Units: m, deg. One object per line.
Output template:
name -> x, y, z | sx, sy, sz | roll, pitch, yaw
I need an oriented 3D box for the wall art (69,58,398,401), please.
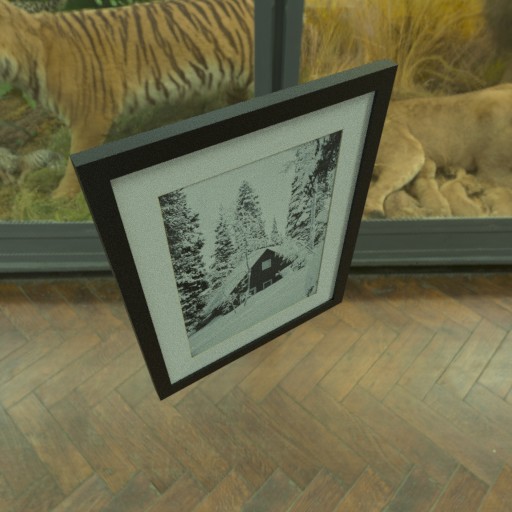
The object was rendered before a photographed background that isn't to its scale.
wall art -> 0.000, 0.000, 0.537 | 0.325, 0.397, 0.018 | -25, 52, -21
